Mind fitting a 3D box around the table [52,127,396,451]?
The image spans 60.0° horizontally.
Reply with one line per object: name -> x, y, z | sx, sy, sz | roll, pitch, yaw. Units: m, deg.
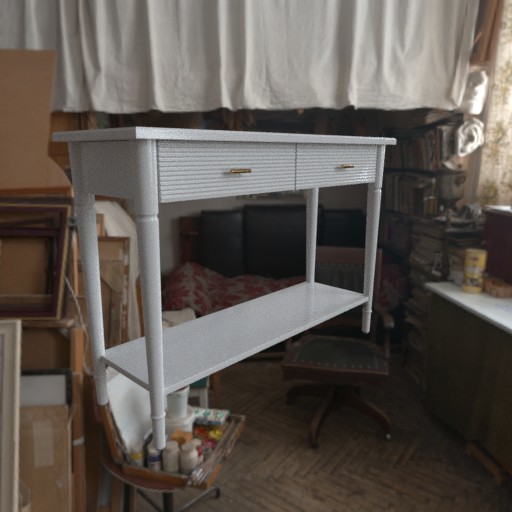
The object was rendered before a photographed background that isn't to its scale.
table -> 0.000, 0.000, 1.431 | 0.381, 0.749, 1.067 | 12, 18, 42
